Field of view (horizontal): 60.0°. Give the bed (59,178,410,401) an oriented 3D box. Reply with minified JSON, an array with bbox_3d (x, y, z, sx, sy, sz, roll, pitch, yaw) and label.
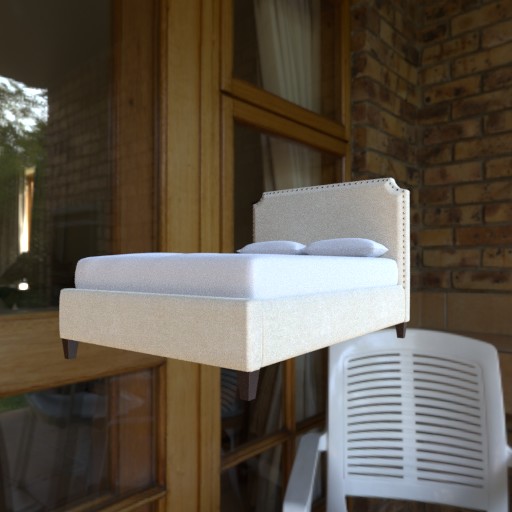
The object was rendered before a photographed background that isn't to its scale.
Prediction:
[{"bbox_3d":[0.000,0.000,3.563,1.713,1.457,2.381,-1,-1,37],"label":"bed"}]
